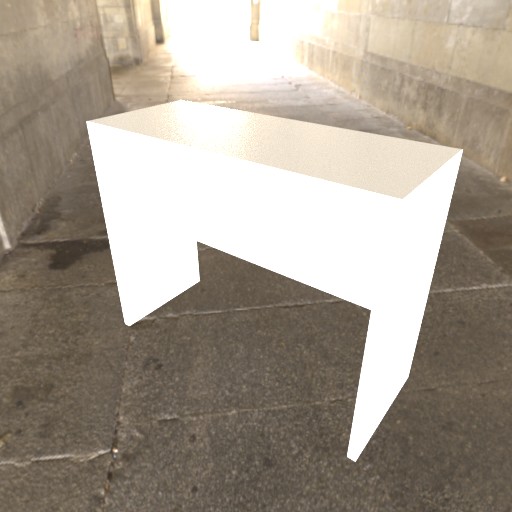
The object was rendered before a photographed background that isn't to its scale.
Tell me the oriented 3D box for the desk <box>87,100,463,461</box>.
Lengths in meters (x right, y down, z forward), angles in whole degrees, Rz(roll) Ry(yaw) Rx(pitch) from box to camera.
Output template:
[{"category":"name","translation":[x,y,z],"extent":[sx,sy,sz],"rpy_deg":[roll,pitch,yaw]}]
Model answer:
[{"category":"desk","translation":[0.000,0.000,1.436],"extent":[1.000,0.790,0.400],"rpy_deg":[21,36,31]}]
